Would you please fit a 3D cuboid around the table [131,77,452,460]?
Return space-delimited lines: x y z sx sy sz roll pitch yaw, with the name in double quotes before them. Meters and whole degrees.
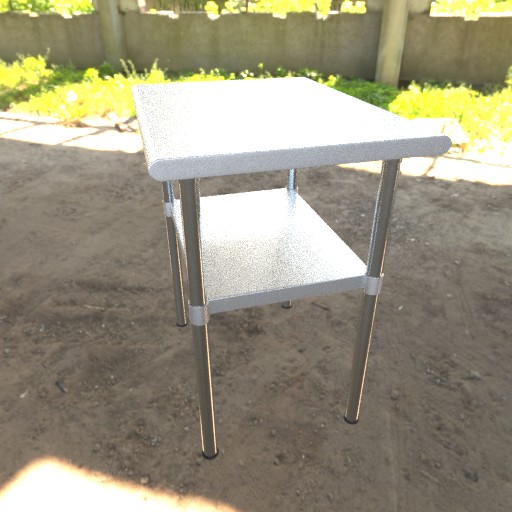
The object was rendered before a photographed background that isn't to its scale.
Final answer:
"table" 0.000 0.000 1.326 0.584 0.876 0.762 -8 31 -14
